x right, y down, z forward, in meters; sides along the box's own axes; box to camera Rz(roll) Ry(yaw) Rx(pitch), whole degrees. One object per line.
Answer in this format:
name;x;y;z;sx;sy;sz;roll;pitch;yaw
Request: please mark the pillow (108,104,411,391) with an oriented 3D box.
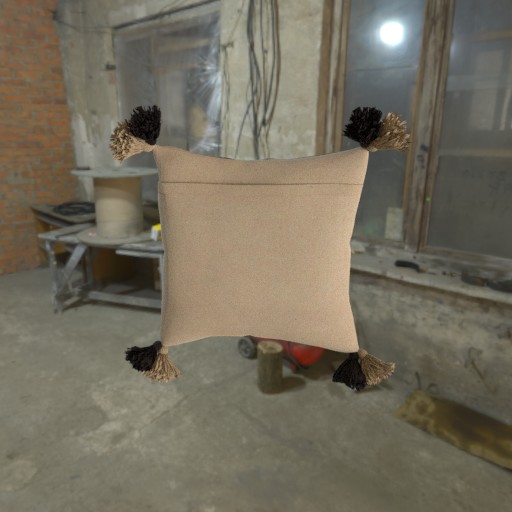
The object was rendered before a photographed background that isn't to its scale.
pillow;0.000;0.000;1.012;0.654;0.659;0.170;2;16;7
